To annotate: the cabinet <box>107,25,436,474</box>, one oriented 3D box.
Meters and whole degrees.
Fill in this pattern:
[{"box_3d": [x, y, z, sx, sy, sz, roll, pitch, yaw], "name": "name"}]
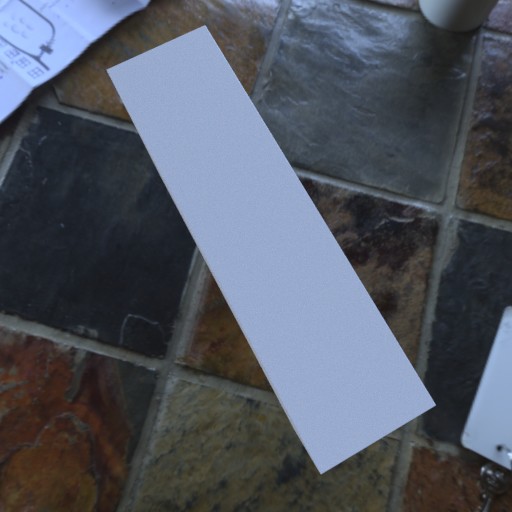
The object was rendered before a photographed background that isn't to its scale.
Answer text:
[{"box_3d": [0.000, 0.000, 1.827, 0.380, 0.900, 1.450, -28, 78, -6], "name": "cabinet"}]
